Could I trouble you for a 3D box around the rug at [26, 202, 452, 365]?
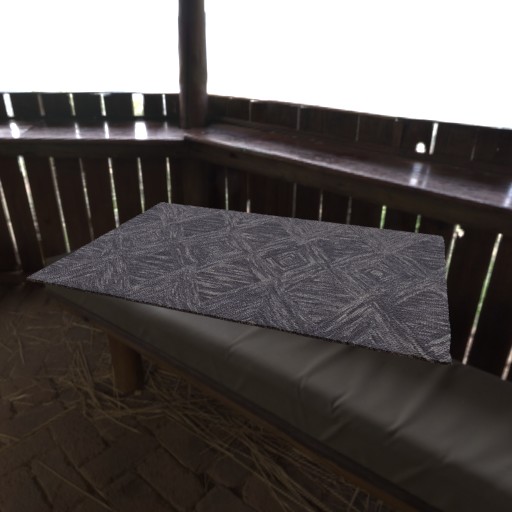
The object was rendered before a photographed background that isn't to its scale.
[{"bbox_3d":[0.000,0.000,2.255,1.814,0.012,1.186,9,26,18],"label":"rug"}]
